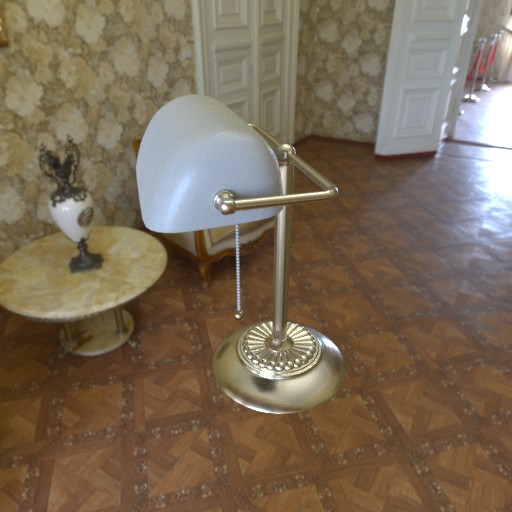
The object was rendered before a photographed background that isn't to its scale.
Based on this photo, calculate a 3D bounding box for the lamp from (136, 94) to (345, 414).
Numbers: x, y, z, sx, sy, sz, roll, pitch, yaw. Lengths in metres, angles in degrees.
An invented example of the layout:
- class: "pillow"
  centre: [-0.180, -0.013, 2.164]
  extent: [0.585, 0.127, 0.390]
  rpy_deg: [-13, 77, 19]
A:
- class: "lamp"
  centre: [0.000, 0.000, 0.515]
  extent: [0.243, 0.339, 0.264]
  rpy_deg: [-8, 30, -14]
